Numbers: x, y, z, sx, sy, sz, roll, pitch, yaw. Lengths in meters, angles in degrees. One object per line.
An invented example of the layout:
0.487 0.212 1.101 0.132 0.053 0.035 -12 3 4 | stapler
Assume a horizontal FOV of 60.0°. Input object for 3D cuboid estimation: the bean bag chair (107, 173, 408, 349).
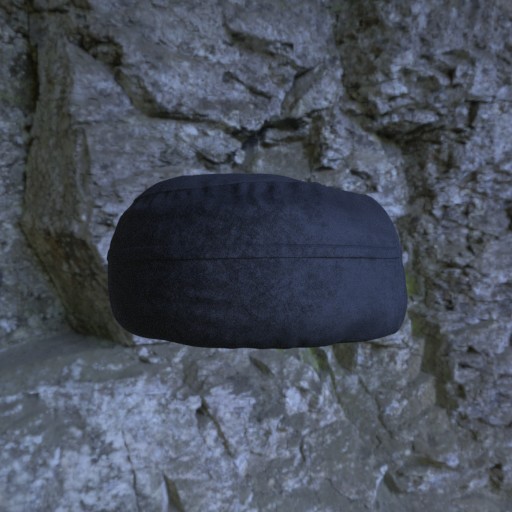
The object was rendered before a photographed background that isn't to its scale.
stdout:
0.000 0.000 2.389 1.525 0.751 1.525 0 1 0 | bean bag chair
